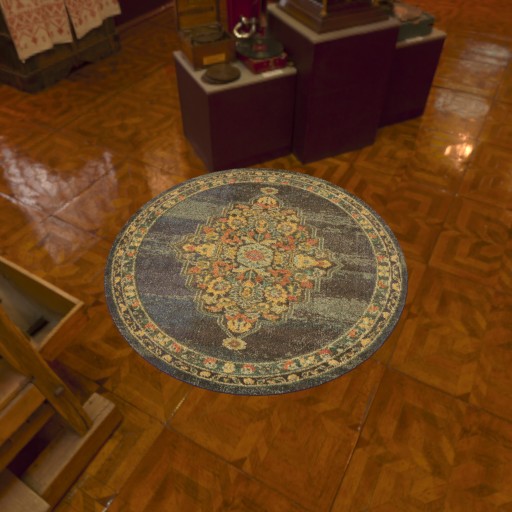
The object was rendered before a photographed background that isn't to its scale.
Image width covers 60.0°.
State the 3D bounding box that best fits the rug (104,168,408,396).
[{"bbox_3d":[0.000,0.000,2.381,1.591,0.010,1.591,0,47,0],"label":"rug"}]
